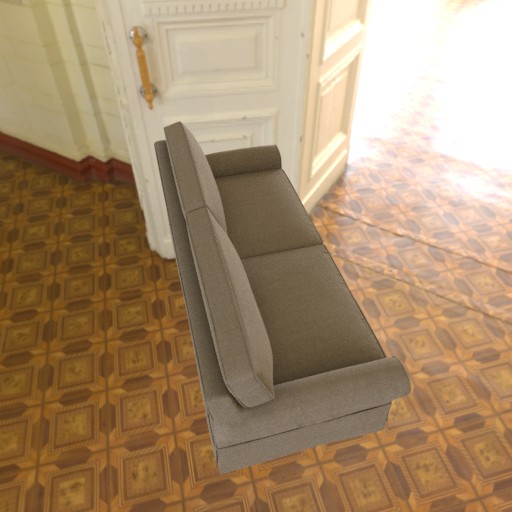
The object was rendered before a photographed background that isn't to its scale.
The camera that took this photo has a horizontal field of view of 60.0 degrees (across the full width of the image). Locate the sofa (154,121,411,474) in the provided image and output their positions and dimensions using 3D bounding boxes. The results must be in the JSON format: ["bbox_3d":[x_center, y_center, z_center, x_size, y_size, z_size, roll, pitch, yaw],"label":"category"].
[{"bbox_3d":[0.000,0.000,2.810,0.991,0.943,2.248,-11,46,-11],"label":"sofa"}]
